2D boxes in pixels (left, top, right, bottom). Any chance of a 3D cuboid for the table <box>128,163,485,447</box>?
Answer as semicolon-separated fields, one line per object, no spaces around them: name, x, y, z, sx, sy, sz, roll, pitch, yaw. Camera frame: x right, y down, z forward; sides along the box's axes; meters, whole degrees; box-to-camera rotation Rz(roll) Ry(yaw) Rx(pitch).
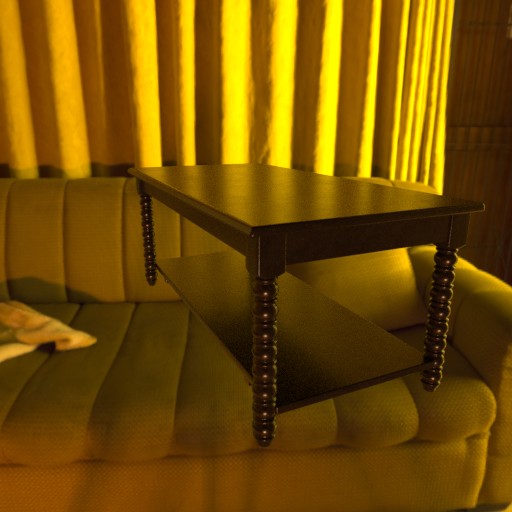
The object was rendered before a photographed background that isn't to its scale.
table;0.000;0.000;1.434;0.580;0.487;1.171;-8;18;-24
